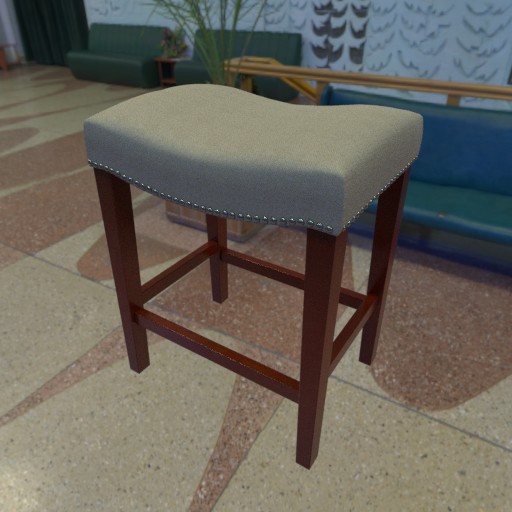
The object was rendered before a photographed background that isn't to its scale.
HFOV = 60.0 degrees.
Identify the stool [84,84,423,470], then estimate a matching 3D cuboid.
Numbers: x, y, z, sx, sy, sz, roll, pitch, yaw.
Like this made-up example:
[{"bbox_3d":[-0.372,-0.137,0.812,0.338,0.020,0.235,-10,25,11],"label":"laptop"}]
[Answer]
[{"bbox_3d":[0.000,0.000,0.941,0.509,0.632,0.375,19,36,28],"label":"stool"}]
